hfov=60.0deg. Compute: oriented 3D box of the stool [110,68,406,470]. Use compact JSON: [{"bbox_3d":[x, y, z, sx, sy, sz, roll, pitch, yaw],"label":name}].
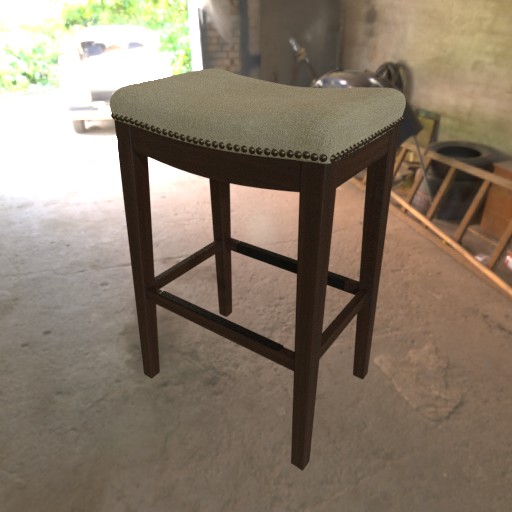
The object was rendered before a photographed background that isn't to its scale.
[{"bbox_3d":[0.000,0.000,1.043,0.509,0.768,0.363,20,36,30],"label":"stool"}]
